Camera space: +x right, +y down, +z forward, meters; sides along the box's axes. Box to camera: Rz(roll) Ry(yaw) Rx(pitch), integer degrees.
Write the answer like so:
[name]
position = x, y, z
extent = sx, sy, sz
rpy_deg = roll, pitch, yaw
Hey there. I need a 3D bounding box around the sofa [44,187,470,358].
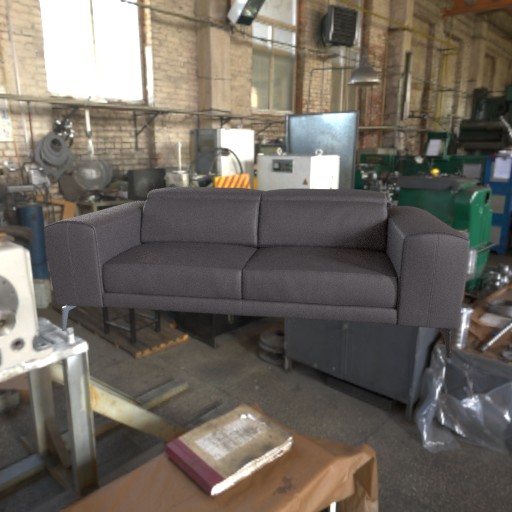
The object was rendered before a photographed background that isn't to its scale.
[sofa]
position = 0.000, 0.000, 2.894
extent = 2.330, 0.814, 1.048
rpy_deg = 2, 14, 9
